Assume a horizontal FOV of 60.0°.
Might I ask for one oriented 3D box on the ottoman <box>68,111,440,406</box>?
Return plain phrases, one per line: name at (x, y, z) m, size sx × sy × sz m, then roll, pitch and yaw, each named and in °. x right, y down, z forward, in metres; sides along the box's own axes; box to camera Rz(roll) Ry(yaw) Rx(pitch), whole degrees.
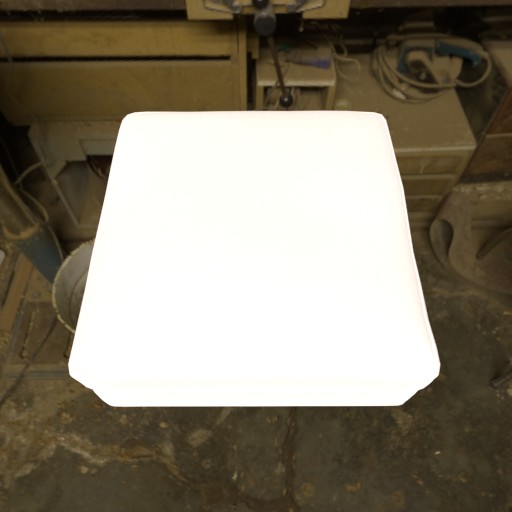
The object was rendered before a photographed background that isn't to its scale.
ottoman at (0.000, 0.000, 1.326) m, size 0.838 × 0.479 × 0.838 m, roll 0°, pitch 59°, yaw 0°
